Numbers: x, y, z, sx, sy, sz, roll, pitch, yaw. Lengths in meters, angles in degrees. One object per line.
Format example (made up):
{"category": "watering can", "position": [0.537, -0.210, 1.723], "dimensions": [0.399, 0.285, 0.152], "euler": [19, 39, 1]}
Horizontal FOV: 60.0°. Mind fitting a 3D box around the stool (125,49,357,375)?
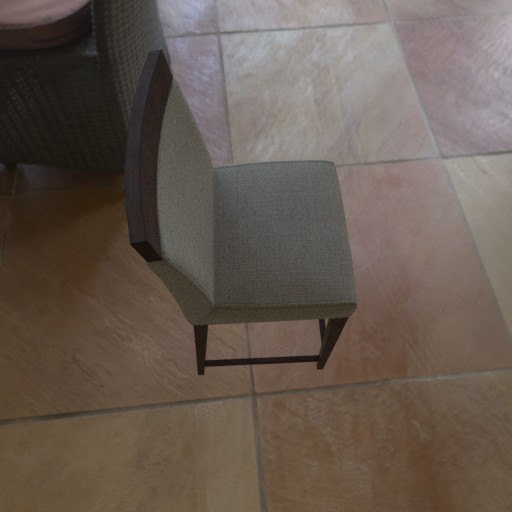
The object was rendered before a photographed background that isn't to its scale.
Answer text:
{"category": "stool", "position": [0.000, 0.000, 1.397], "dimensions": [0.531, 1.117, 0.511], "euler": [-2, 63, -1]}
